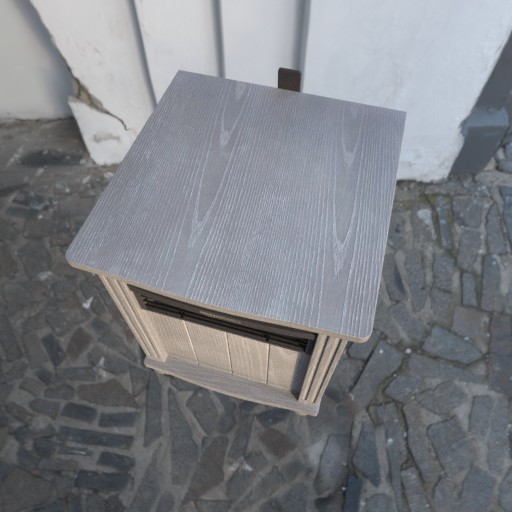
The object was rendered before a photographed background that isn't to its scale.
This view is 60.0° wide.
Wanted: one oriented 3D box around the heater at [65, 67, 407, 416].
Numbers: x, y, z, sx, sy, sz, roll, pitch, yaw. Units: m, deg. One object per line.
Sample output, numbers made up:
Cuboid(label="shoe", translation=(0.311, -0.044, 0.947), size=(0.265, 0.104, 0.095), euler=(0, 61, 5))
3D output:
Cuboid(label="heater", translation=(0.000, 0.000, 0.763), size=(0.362, 0.481, 0.400), euler=(14, 59, 9))
